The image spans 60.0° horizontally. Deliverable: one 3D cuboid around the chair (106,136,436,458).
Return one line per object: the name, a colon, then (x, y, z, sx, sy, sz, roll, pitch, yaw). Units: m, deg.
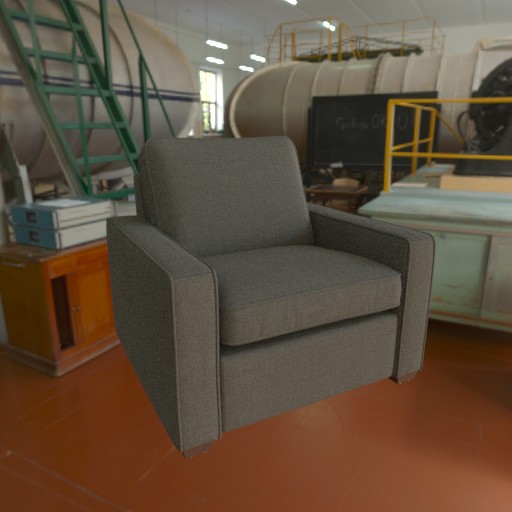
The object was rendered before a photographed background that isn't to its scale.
chair: (0.000, 0.000, 1.772, 1.017, 0.919, 0.940, -8, 18, -27)
